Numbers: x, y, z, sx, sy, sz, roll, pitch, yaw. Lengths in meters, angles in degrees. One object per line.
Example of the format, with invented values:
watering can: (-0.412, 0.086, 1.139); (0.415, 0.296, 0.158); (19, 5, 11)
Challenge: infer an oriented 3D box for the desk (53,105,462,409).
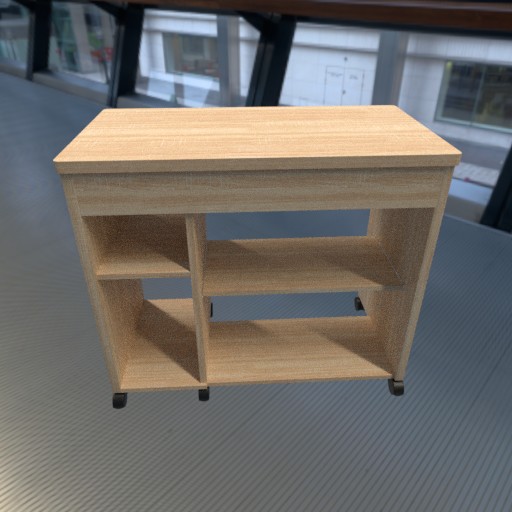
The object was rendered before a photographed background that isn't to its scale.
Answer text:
desk: (0.000, 0.000, 1.343); (0.884, 0.770, 0.480); (-2, 31, -3)
